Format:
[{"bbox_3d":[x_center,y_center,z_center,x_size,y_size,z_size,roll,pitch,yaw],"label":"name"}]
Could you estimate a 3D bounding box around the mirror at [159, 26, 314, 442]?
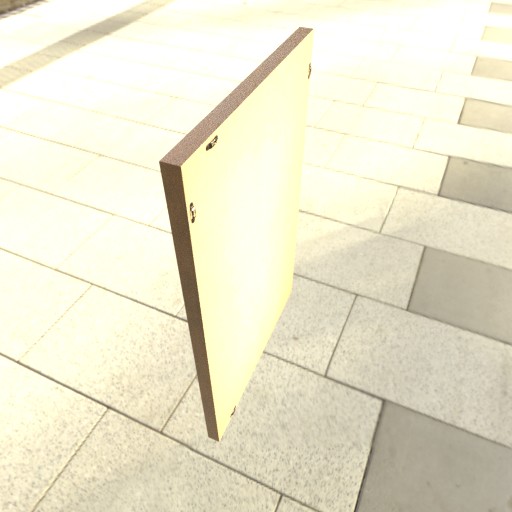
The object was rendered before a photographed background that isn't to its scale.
[{"bbox_3d":[0.000,0.000,1.136,0.040,0.915,0.609,17,47,16],"label":"mirror"}]
